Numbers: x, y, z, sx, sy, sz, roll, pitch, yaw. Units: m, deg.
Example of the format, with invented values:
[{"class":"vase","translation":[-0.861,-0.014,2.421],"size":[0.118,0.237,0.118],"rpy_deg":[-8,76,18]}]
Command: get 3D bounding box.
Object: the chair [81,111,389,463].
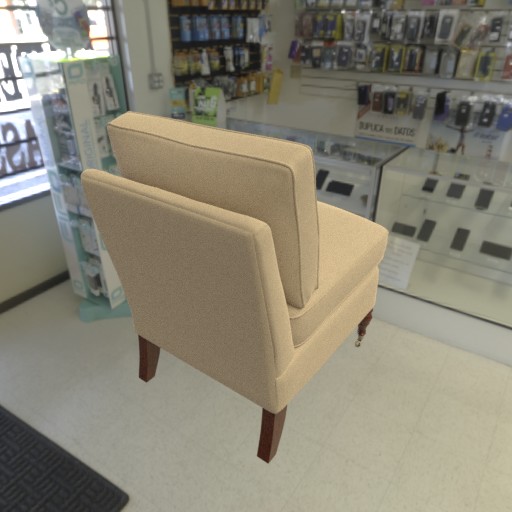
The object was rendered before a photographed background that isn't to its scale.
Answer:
[{"class":"chair","translation":[0.000,0.000,1.669],"size":[0.724,1.052,0.912],"rpy_deg":[20,35,32]}]
